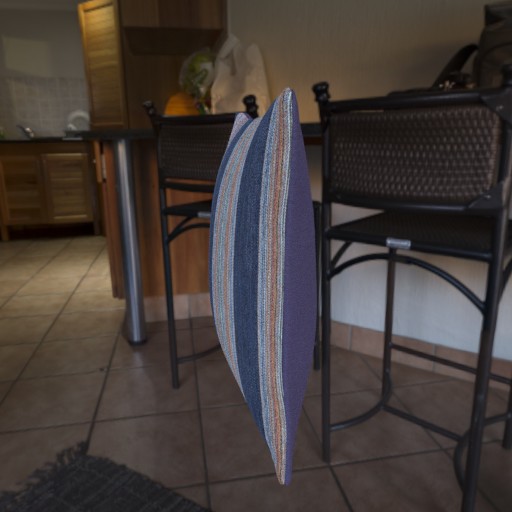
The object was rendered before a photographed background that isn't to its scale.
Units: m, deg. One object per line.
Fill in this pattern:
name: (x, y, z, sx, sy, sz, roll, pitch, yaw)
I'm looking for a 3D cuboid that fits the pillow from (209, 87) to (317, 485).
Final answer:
pillow: (0.000, 0.000, 0.640, 0.136, 0.419, 0.437, -2, 15, -8)
